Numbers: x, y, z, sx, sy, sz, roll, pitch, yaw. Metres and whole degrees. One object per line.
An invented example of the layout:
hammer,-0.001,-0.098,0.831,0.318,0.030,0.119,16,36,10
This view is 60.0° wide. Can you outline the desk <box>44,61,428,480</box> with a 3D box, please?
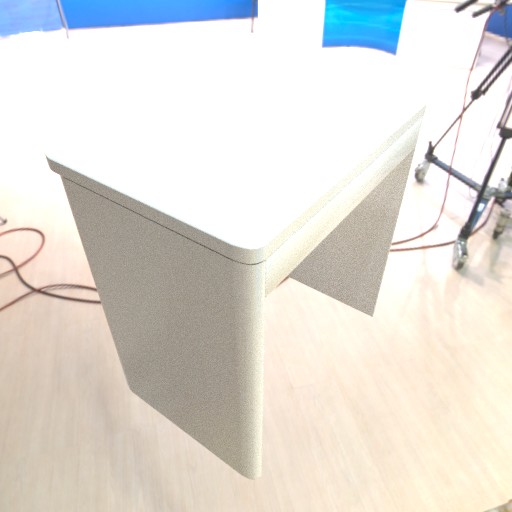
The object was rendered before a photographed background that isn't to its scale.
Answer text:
desk,0.000,0.000,1.272,0.549,0.800,0.762,25,46,27
